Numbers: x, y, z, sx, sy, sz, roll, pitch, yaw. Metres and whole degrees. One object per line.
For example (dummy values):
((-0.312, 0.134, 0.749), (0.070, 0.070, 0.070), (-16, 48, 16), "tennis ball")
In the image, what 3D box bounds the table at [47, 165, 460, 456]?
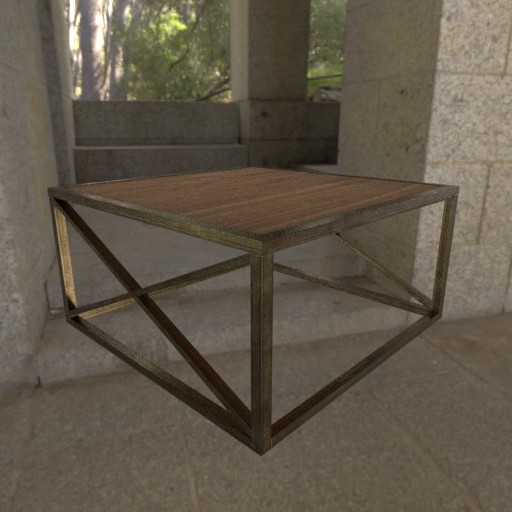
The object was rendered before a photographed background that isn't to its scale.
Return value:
((0.000, 0.000, 1.439), (0.899, 0.451, 0.909), (16, 23, 41), "table")
